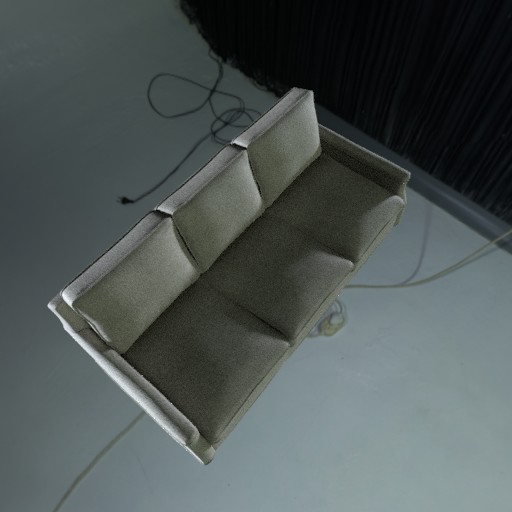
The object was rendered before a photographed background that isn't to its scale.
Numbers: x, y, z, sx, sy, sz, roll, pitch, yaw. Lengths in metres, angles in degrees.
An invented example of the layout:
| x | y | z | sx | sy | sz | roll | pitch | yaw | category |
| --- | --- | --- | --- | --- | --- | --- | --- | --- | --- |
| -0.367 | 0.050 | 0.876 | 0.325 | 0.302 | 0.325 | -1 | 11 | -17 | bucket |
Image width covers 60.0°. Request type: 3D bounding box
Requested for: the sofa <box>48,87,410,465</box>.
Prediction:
| x | y | z | sx | sy | sz | roll | pitch | yaw | category |
| --- | --- | --- | --- | --- | --- | --- | --- | --- | --- |
| 0.000 | 0.000 | 2.857 | 1.084 | 1.003 | 2.246 | 35 | 65 | 19 | sofa |
